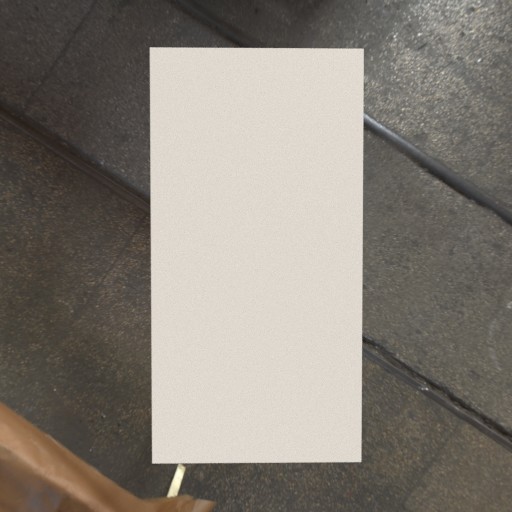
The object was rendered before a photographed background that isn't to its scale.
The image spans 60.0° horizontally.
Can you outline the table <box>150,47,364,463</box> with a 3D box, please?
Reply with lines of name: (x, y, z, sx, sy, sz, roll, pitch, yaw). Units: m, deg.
table: (0.000, 0.000, 1.491, 0.609, 0.432, 1.194, 0, 91, -1)
